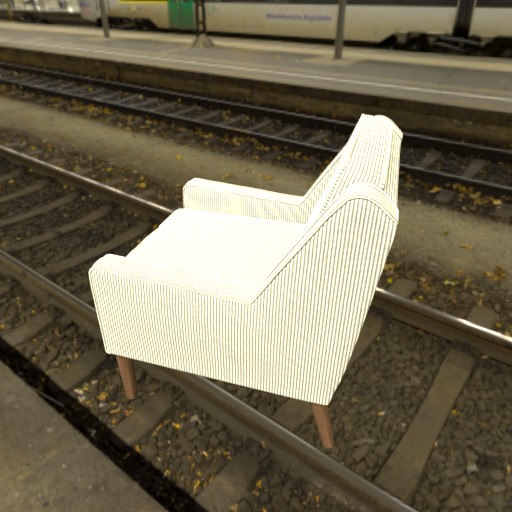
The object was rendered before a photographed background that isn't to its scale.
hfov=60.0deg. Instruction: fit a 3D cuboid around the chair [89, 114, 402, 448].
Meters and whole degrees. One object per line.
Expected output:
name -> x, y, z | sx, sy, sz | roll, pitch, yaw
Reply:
chair -> 0.000, 0.000, 1.344 | 0.743, 0.792, 0.663 | 9, 32, 14
